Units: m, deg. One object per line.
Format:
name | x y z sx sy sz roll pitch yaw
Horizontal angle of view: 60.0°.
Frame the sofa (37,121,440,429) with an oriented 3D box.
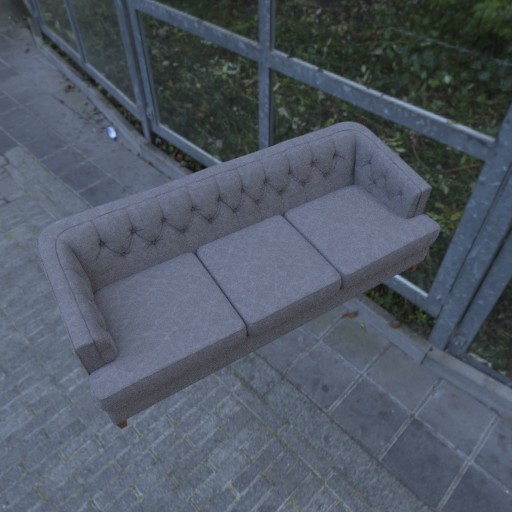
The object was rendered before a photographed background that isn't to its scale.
sofa | 0.000 0.000 2.698 2.247 0.806 0.917 -24 51 -21
